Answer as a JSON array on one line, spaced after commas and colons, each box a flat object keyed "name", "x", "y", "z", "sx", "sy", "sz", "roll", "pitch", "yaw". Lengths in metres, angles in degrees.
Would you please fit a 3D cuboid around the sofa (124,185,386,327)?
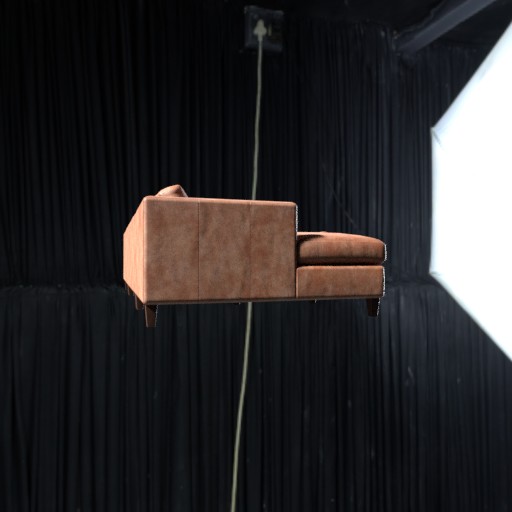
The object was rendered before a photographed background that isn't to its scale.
[{"name": "sofa", "x": 0.000, "y": 0.000, "z": 4.410, "sx": 2.430, "sy": 0.832, "sz": 3.401, "roll": 0, "pitch": -1, "yaw": -18}]
